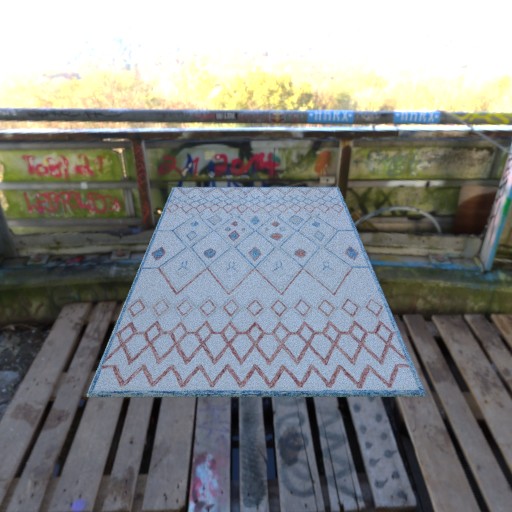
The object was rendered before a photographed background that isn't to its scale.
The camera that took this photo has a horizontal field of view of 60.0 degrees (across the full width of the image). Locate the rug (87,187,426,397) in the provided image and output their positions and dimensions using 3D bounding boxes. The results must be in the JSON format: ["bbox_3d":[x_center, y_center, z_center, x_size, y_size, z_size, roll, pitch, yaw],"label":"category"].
[{"bbox_3d":[0.000,0.000,3.030,1.524,0.015,2.438,0,31,0],"label":"rug"}]
